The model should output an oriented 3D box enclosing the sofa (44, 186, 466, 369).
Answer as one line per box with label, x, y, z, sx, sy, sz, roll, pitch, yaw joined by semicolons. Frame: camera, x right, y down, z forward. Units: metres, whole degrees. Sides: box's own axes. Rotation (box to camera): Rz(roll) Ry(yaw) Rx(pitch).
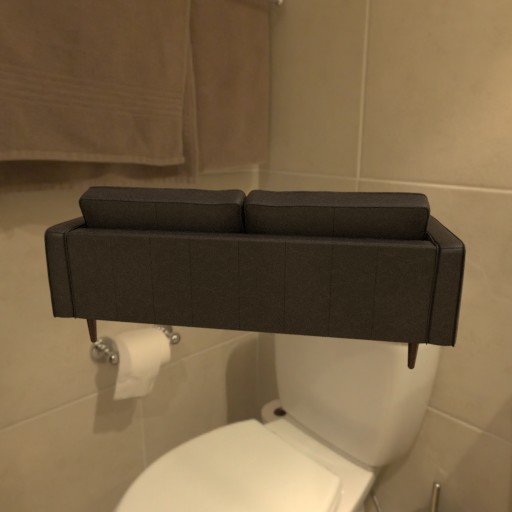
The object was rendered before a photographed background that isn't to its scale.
sofa;0.000;0.000;2.363;1.879;0.770;0.921;3;15;9
